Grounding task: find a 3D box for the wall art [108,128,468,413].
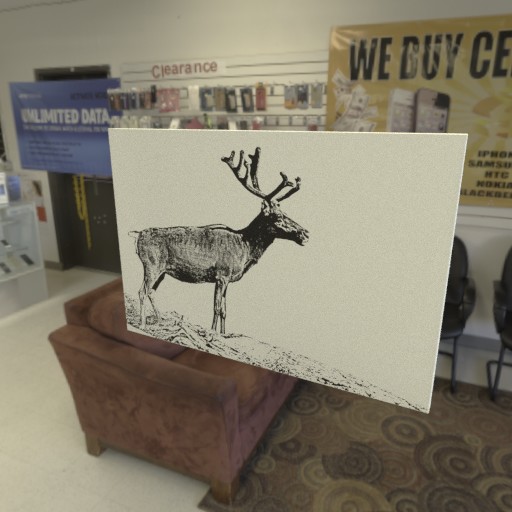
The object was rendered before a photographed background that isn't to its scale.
[{"bbox_3d":[0.000,0.000,1.134,0.906,0.617,0.033,9,20,26],"label":"wall art"}]
